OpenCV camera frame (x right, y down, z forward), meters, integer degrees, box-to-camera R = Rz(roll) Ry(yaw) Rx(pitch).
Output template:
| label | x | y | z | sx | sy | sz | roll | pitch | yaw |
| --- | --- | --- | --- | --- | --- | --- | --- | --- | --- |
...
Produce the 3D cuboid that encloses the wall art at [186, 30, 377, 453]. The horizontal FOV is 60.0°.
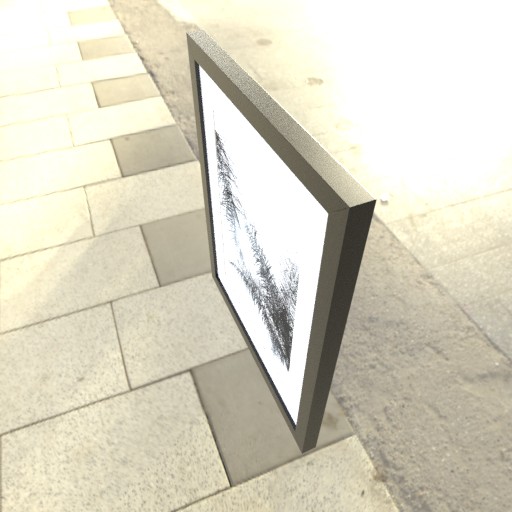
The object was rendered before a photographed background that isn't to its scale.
| label | x | y | z | sx | sy | sz | roll | pitch | yaw |
| --- | --- | --- | --- | --- | --- | --- | --- | --- | --- |
| wall art | 0.000 | 0.000 | 0.731 | 0.028 | 0.557 | 0.457 | -18 | 48 | -17 |
